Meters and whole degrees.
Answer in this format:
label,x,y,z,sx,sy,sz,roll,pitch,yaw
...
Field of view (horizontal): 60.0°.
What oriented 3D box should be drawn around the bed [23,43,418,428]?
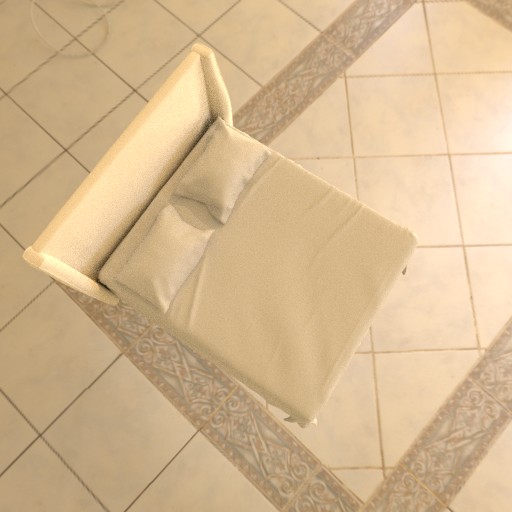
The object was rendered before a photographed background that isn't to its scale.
label,x,y,z,sx,sy,sz,roll,pitch,yaw
bed,0.000,0.000,3.419,2.276,1.332,1.925,33,78,8
